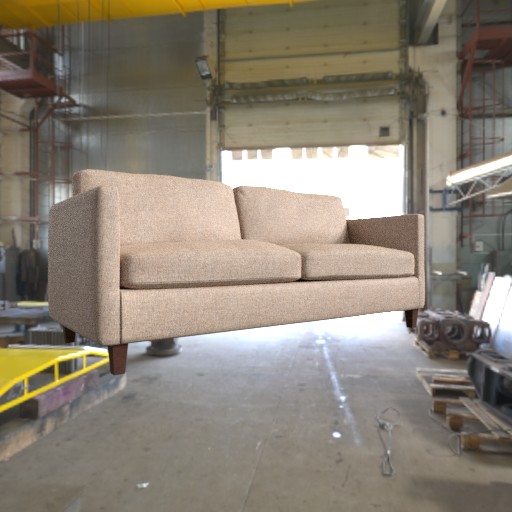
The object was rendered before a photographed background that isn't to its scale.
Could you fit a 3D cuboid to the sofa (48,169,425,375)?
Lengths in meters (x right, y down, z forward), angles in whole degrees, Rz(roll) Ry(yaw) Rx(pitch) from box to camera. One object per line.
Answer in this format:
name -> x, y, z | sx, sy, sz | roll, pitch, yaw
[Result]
sofa -> 0.000, 0.000, 2.732 | 2.208, 0.965, 0.951 | 0, 0, -36
